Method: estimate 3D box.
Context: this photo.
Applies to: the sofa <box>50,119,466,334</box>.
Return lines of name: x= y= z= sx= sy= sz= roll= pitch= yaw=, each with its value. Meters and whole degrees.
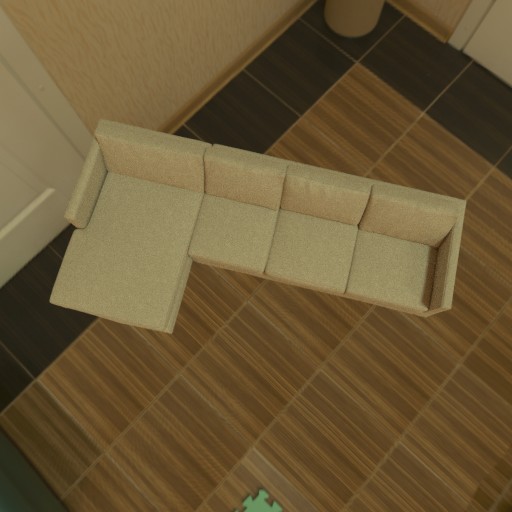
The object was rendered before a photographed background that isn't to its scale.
sofa: x=0.000 y=0.000 z=3.776 sx=3.186 sy=0.846 sz=1.625 roll=13 pitch=76 yaw=3
